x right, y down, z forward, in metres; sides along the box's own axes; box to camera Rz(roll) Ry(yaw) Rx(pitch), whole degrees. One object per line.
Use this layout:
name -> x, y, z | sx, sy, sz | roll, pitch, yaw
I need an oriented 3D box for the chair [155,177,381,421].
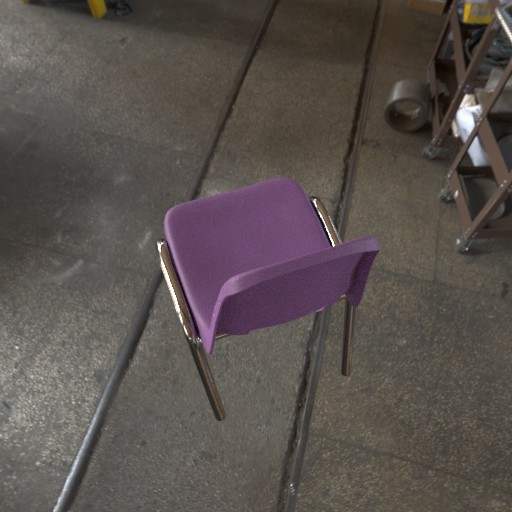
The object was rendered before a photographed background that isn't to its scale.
chair -> 0.000, 0.000, 0.847 | 0.356, 0.584, 0.419 | -16, 60, -10
